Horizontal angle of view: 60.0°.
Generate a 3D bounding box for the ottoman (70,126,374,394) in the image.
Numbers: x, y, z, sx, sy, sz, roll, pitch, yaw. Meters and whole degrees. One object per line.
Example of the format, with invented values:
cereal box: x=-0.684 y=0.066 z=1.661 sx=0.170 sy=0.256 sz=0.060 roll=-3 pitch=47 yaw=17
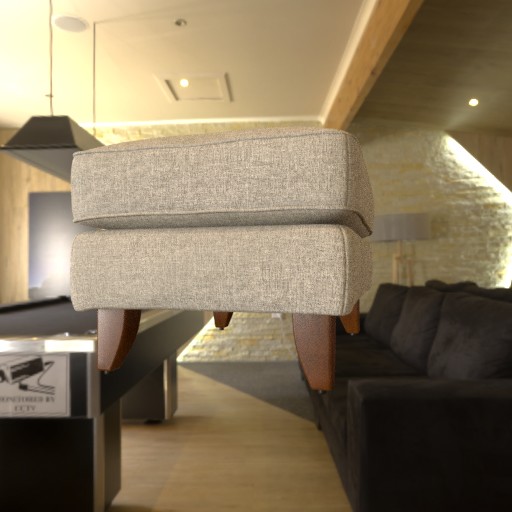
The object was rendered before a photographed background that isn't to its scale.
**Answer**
ottoman: x=0.000 y=0.000 z=1.312 sx=0.661 sy=0.561 sz=0.889 roll=0 pitch=-1 yaw=17
